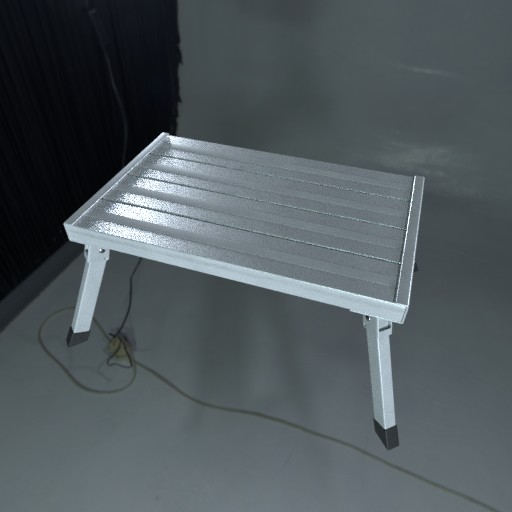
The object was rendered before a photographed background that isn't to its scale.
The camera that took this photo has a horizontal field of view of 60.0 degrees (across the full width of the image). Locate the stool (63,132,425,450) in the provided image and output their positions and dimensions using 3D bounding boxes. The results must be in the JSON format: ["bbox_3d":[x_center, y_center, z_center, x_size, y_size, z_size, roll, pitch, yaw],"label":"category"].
[{"bbox_3d":[0.000,0.000,0.716,0.535,0.225,0.385,13,44,14],"label":"stool"}]
